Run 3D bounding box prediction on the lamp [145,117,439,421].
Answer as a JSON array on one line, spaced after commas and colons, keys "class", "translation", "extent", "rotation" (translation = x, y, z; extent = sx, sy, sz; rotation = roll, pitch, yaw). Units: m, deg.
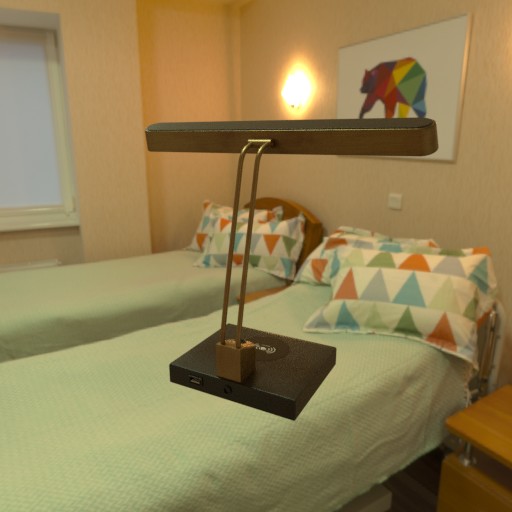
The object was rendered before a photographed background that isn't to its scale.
[{"class": "lamp", "translation": [0.000, 0.000, 0.584], "extent": [0.412, 0.345, 0.156], "rotation": [8, 17, 27]}]
